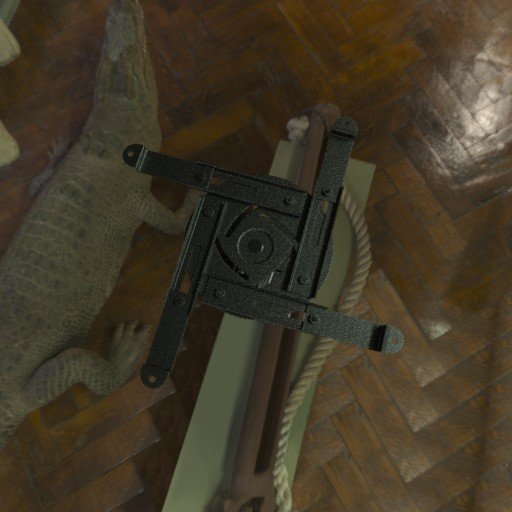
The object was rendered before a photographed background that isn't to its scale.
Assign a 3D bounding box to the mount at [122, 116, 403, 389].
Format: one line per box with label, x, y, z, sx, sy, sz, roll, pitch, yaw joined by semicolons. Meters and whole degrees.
mount;0.000;0.000;0.609;0.394;0.141;0.394;16;77;4
